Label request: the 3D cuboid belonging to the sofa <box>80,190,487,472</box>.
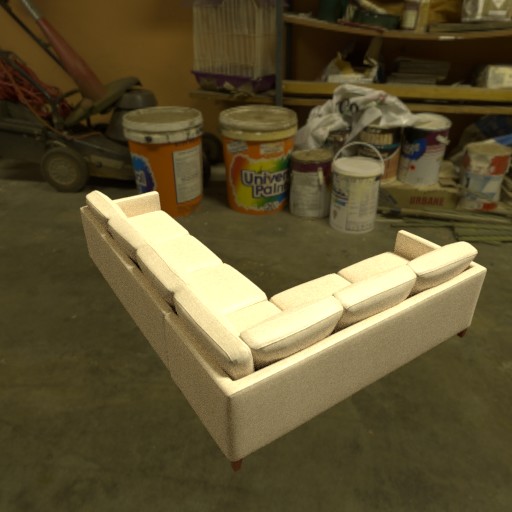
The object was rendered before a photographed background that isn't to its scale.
[{"bbox_3d":[0.000,0.000,4.434,2.593,0.947,3.302,-18,34,-29],"label":"sofa"}]
